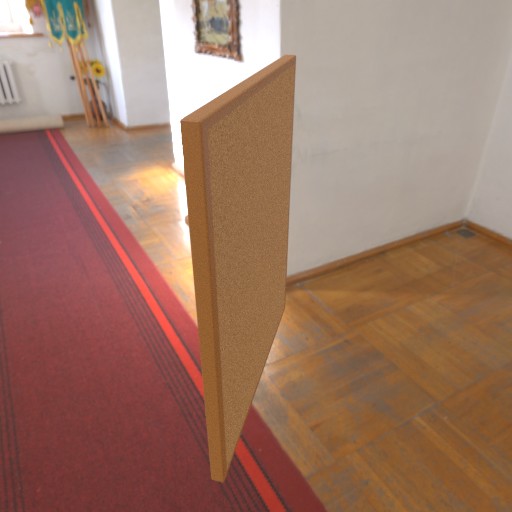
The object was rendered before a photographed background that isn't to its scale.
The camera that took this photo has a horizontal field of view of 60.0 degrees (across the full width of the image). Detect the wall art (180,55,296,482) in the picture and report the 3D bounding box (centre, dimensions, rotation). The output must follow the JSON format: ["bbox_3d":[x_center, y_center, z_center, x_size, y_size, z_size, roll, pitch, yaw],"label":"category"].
[{"bbox_3d":[0.000,0.000,0.729,0.022,0.553,0.452,8,32,13],"label":"wall art"}]
